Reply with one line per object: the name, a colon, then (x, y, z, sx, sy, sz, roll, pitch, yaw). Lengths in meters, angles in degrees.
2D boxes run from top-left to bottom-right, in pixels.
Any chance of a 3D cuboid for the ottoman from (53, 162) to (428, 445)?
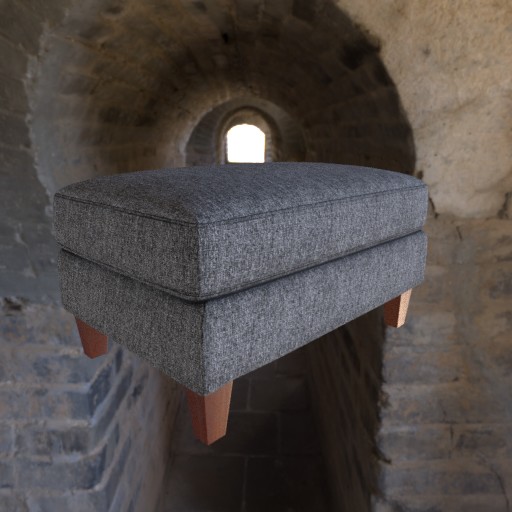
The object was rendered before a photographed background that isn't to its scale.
ottoman: (0.000, 0.000, 1.195, 0.584, 0.483, 0.864, 15, 21, 43)
